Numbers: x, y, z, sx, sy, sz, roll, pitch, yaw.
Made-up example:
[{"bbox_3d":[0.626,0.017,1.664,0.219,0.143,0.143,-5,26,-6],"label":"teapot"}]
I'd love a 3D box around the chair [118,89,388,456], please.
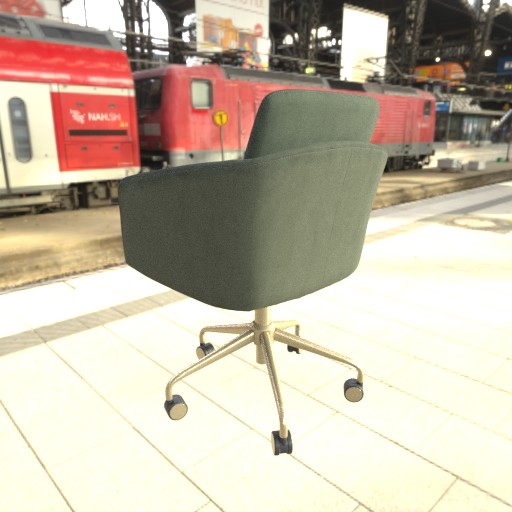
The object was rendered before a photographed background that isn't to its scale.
[{"bbox_3d":[0.000,0.000,1.350,0.635,0.908,0.641,15,22,43],"label":"chair"}]
